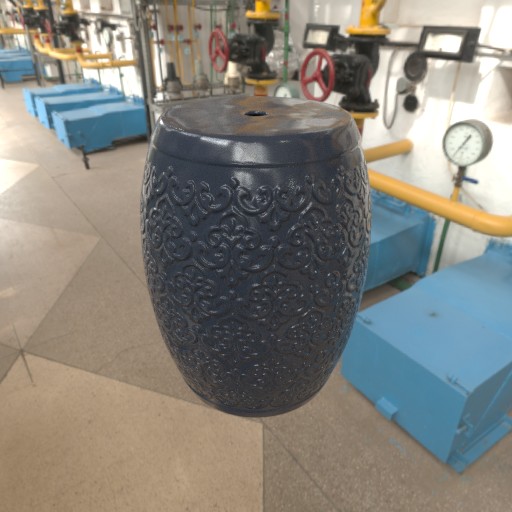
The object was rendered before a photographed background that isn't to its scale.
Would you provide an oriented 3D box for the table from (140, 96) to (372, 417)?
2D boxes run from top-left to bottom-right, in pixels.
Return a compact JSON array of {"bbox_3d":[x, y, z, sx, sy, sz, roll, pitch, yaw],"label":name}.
[{"bbox_3d":[0.000,0.000,0.629,0.309,0.397,0.309,0,29,0],"label":"table"}]
